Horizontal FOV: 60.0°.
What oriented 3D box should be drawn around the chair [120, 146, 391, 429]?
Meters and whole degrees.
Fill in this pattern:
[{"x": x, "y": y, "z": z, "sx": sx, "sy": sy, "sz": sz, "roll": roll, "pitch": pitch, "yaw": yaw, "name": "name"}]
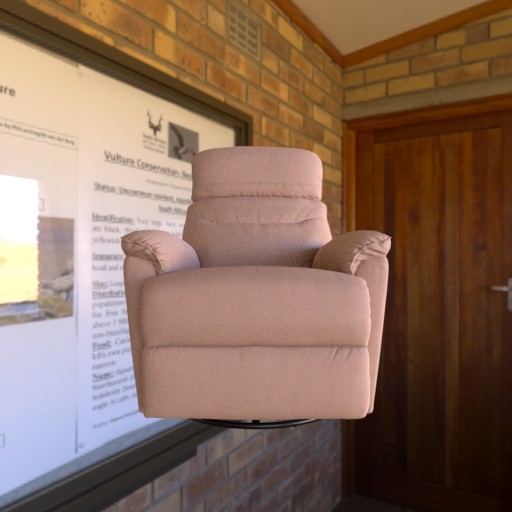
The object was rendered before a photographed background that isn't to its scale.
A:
[{"x": 0.000, "y": 0.000, "z": 1.702, "sx": 0.820, "sy": 1.037, "sz": 1.004, "roll": 0, "pitch": 0, "yaw": 0, "name": "chair"}]
